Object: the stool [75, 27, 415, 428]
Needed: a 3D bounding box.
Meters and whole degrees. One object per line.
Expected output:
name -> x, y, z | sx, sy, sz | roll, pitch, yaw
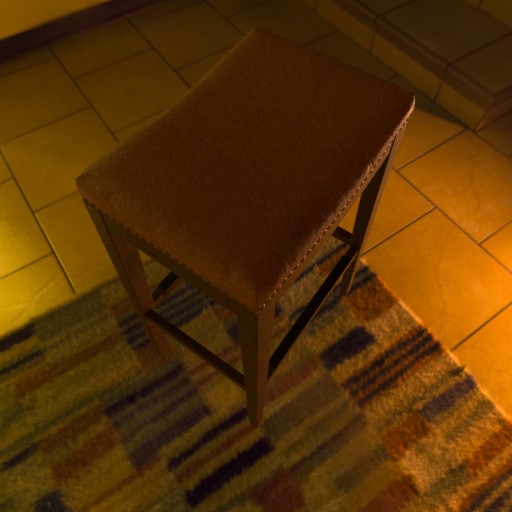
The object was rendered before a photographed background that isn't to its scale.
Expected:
stool -> 0.000, 0.000, 1.008 | 0.361, 0.759, 0.500 | 31, 64, 17
